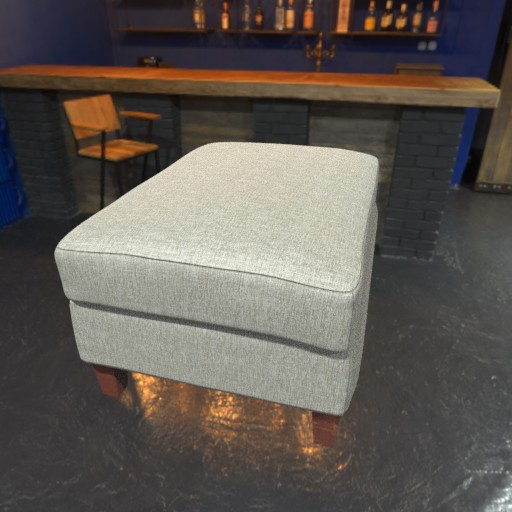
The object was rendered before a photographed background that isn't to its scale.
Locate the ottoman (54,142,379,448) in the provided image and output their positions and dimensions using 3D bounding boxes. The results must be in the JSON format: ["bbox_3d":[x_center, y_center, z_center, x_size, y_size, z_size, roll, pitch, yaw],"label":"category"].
[{"bbox_3d":[0.000,0.000,1.252,0.639,0.494,0.873,8,29,14],"label":"ottoman"}]
